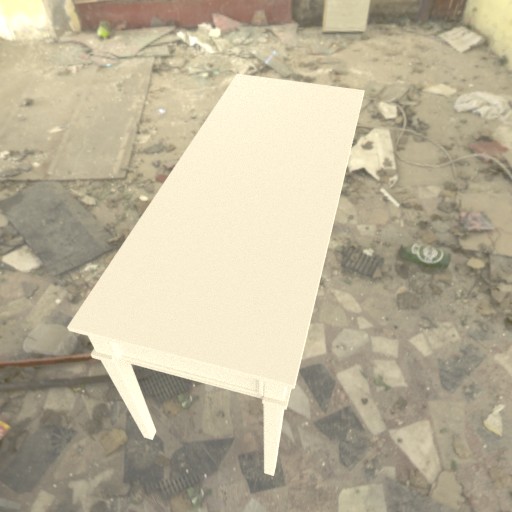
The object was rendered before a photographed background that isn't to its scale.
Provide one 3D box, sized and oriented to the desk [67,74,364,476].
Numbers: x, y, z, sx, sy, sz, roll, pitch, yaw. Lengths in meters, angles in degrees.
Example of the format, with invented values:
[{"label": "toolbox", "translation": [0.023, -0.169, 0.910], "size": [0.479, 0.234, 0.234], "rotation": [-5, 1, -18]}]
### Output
[{"label": "desk", "translation": [0.000, 0.000, 1.743], "size": [0.559, 0.774, 1.372], "rotation": [12, 49, 10]}]
